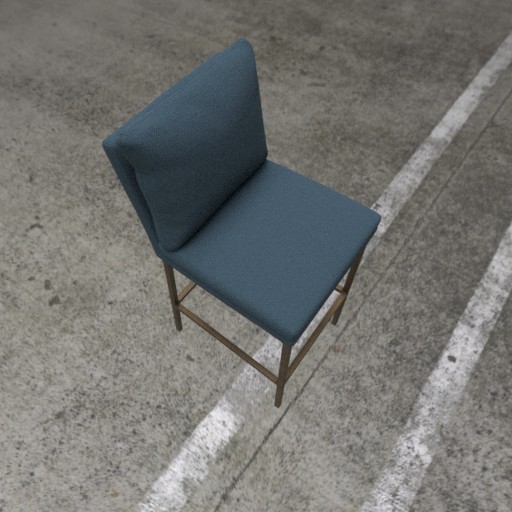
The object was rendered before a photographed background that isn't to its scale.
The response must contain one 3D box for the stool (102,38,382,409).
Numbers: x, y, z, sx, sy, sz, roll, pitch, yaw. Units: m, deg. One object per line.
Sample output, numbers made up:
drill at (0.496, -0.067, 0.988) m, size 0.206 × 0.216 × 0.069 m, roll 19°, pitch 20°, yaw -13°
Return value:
stool at (0.000, 0.000, 1.408) m, size 0.568 × 1.124 × 0.463 m, roll 32°, pitch 63°, yaw 18°
